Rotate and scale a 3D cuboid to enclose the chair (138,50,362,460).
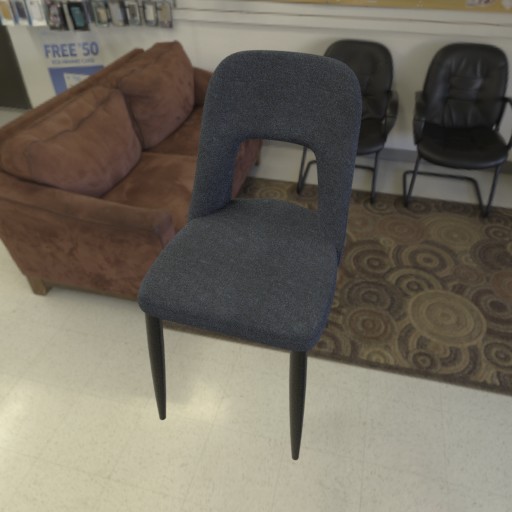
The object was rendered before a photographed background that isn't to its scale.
[{"bbox_3d":[0.000,0.000,1.235,0.470,0.931,0.612,11,41,13],"label":"chair"}]
